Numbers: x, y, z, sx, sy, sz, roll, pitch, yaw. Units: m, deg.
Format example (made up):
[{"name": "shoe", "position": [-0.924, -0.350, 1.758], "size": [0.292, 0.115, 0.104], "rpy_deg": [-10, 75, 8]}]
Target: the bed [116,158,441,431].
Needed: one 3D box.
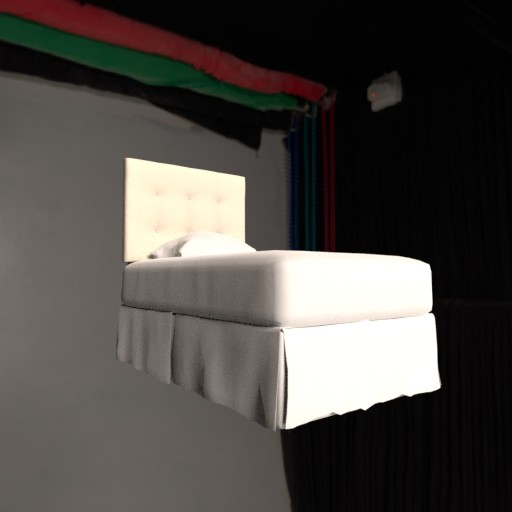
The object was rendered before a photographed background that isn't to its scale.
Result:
[{"name": "bed", "position": [0.000, 0.000, 3.003], "size": [1.261, 1.571, 1.997], "rpy_deg": [2, -3, -37]}]
